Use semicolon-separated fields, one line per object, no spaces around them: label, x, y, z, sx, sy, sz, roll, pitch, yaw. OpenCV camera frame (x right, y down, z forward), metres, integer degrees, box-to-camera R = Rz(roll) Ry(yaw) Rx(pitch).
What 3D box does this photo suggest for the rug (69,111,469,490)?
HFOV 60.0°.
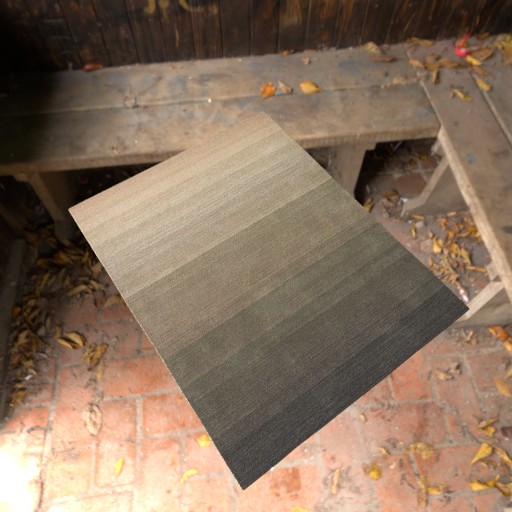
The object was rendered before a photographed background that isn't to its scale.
rug;0.000;0.000;3.970;2.315;0.015;2.932;-32;64;-17
